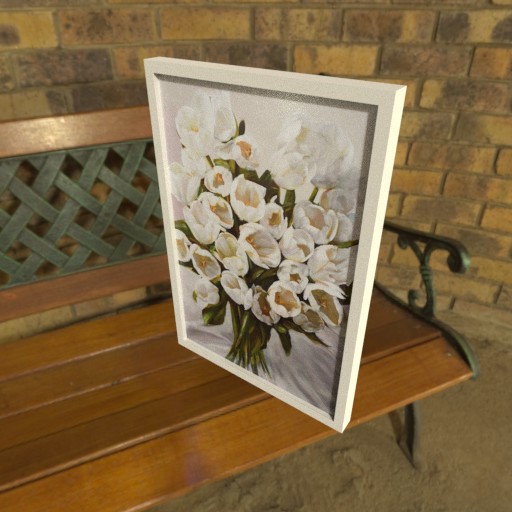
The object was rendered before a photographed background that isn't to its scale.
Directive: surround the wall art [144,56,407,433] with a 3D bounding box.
[{"bbox_3d":[0.000,0.000,0.841,0.450,0.657,0.038,21,37,30],"label":"wall art"}]
